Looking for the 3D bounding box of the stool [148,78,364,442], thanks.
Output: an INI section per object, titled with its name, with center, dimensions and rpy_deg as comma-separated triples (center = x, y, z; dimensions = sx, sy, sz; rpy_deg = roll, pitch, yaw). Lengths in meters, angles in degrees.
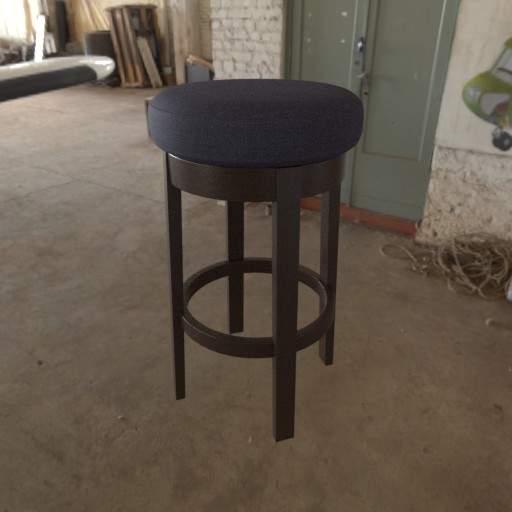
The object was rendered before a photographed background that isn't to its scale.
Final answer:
[stool]
center = 0.000, 0.000, 1.048
dimensions = 0.446, 0.758, 0.446
rpy_deg = 0, 28, 0
